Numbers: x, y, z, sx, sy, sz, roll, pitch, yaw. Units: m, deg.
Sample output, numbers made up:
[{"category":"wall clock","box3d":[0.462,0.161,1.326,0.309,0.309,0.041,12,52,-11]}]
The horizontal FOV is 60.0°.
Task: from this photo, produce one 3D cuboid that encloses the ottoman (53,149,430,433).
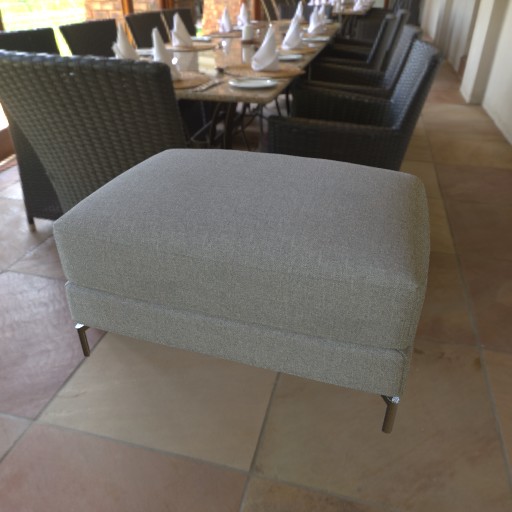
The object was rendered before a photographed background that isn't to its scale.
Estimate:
[{"category":"ottoman","box3d":[0.000,0.000,1.197,0.838,0.457,0.584,9,33,15]}]
